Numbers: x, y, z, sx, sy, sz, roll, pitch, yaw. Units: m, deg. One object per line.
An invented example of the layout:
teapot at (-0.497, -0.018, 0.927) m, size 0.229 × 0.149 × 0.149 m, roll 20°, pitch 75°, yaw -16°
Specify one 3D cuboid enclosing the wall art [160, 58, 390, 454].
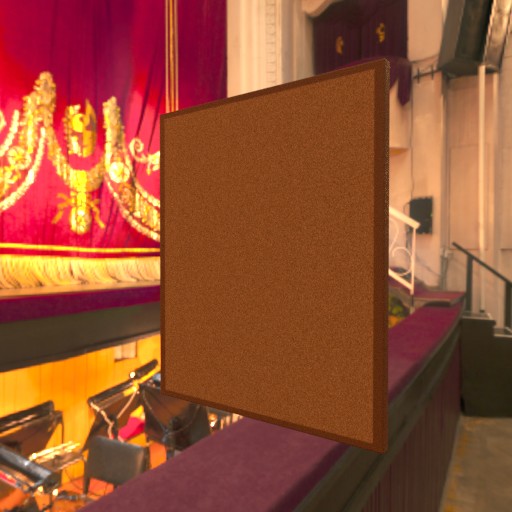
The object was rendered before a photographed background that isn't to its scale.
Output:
wall art at (0.000, 0.000, 0.518) m, size 0.310 × 0.379 × 0.015 m, roll 1°, pitch 1°, yaw 35°
